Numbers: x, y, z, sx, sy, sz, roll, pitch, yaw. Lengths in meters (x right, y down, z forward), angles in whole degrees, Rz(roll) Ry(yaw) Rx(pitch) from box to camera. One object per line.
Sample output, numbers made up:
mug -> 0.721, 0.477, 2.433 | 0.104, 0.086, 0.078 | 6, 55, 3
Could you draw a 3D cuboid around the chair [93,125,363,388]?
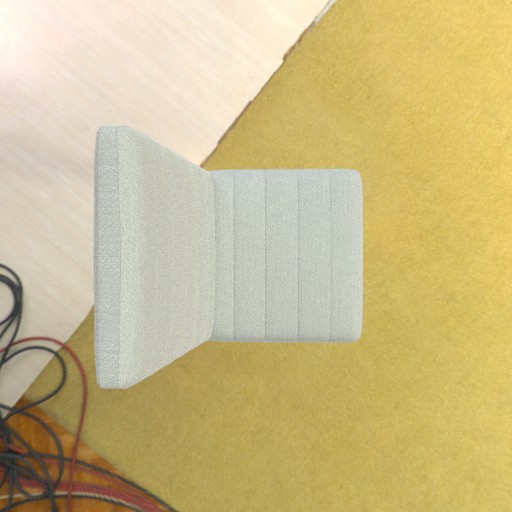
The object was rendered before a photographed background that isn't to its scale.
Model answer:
chair -> 0.000, 0.000, 1.294 | 0.634, 0.930, 0.520 | 0, 90, 0
